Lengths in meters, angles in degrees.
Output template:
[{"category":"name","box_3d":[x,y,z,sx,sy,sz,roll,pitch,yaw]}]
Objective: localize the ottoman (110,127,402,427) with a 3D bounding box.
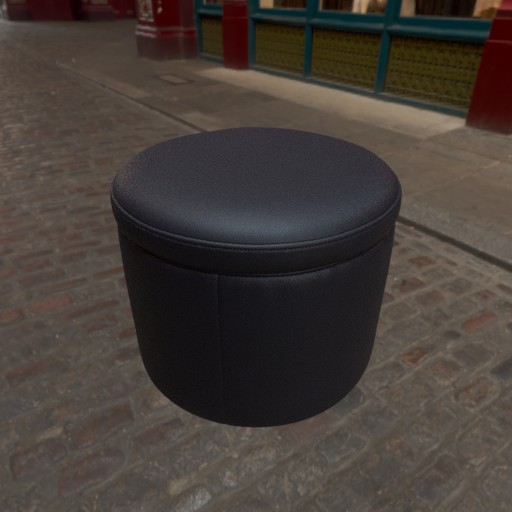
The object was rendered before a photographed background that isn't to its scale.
[{"category":"ottoman","box_3d":[0.000,0.000,0.874,0.501,0.409,0.501,0,32,0]}]
